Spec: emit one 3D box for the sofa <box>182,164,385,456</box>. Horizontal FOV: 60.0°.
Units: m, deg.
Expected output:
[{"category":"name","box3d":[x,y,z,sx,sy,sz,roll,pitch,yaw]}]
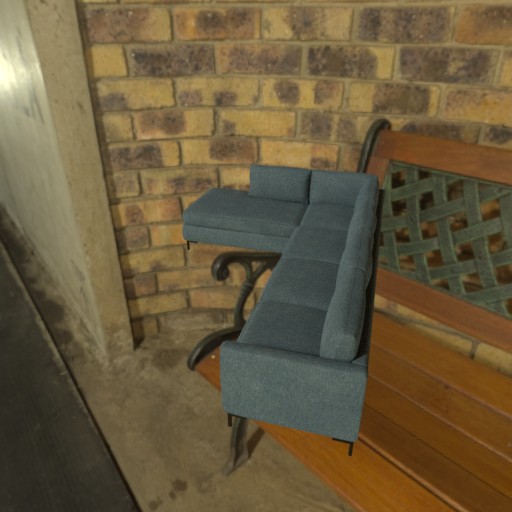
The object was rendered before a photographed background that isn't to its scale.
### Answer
[{"category":"sofa","box3d":[0.000,0.000,3.776,2.007,0.815,2.949,8,29,14]}]
